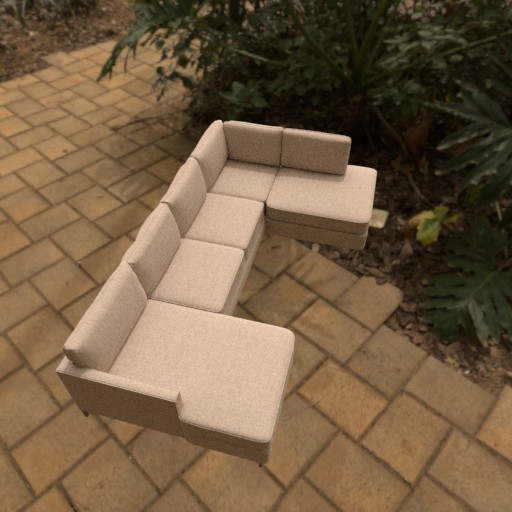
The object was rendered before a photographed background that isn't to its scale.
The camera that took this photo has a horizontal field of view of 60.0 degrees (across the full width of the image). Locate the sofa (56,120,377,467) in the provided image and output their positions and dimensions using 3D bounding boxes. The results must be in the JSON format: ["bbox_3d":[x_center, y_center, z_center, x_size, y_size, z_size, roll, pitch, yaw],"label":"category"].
[{"bbox_3d":[0.000,0.000,4.216,2.021,0.996,3.423,11,46,10],"label":"sofa"}]
